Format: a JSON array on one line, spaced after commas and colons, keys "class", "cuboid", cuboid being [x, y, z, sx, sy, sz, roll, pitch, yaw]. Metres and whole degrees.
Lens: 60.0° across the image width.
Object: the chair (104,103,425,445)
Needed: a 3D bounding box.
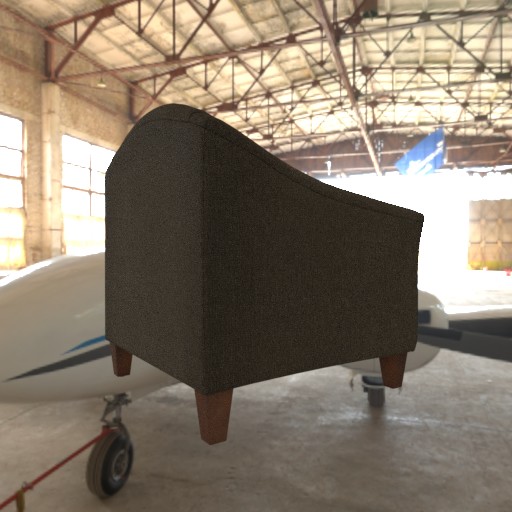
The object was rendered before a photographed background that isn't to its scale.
[{"class": "chair", "cuboid": [0.000, 0.000, 1.468, 0.787, 0.839, 0.763, 0, 1, -35]}]
